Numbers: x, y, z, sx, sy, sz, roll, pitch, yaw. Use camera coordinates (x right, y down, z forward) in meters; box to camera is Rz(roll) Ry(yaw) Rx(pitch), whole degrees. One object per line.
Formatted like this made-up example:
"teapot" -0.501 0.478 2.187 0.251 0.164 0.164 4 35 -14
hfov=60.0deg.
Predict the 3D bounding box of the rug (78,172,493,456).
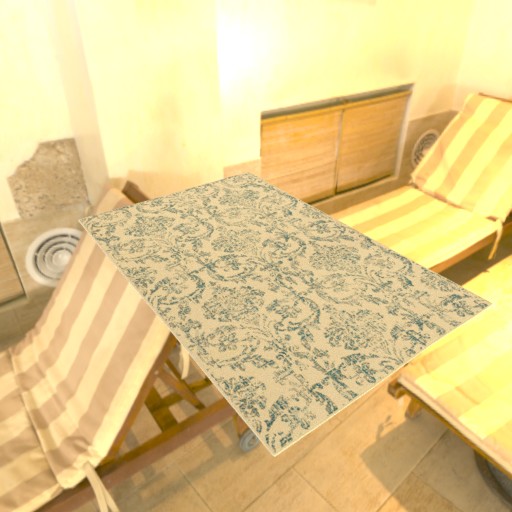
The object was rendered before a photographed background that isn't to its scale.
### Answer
"rug" 0.000 0.000 3.359 1.819 0.018 2.746 -22 39 -30
